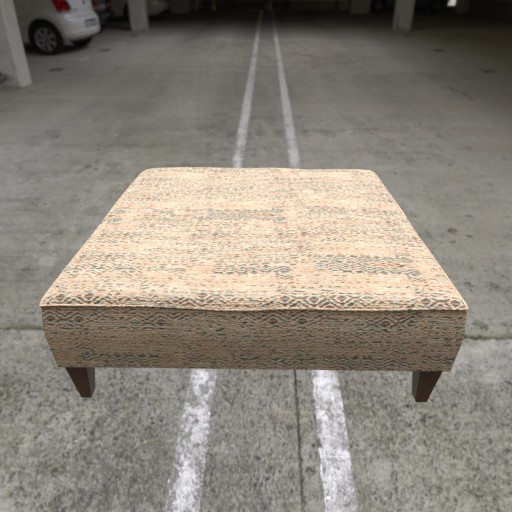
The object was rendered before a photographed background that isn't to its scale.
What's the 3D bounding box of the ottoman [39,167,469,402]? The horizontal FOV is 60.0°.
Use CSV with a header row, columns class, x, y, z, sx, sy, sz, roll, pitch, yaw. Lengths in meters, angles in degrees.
class,x,y,z,sx,sy,sz,roll,pitch,yaw
ottoman,0.000,0.000,1.483,0.968,0.356,1.004,0,29,1
